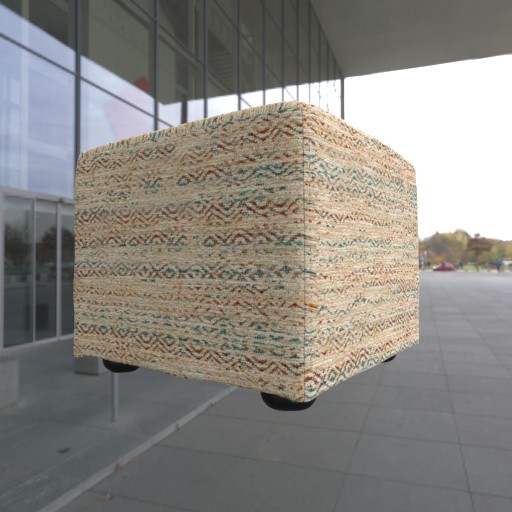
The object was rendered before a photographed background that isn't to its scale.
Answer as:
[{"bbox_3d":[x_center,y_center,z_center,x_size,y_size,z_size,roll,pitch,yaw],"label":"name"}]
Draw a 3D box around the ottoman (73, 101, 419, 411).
[{"bbox_3d":[0.000,0.000,0.905,0.521,0.453,0.512,-1,-1,36],"label":"ottoman"}]
